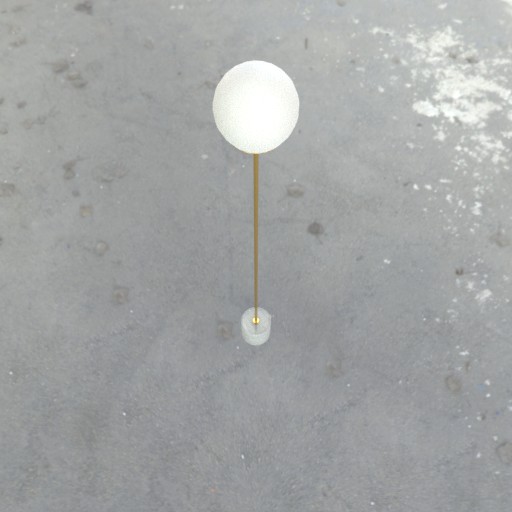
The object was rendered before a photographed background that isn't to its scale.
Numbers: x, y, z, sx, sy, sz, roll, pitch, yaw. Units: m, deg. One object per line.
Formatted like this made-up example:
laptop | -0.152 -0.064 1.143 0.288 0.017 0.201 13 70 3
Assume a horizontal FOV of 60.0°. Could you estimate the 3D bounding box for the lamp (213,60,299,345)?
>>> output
lamp | 0.000 0.000 1.808 0.224 1.753 0.224 -3 60 -2
